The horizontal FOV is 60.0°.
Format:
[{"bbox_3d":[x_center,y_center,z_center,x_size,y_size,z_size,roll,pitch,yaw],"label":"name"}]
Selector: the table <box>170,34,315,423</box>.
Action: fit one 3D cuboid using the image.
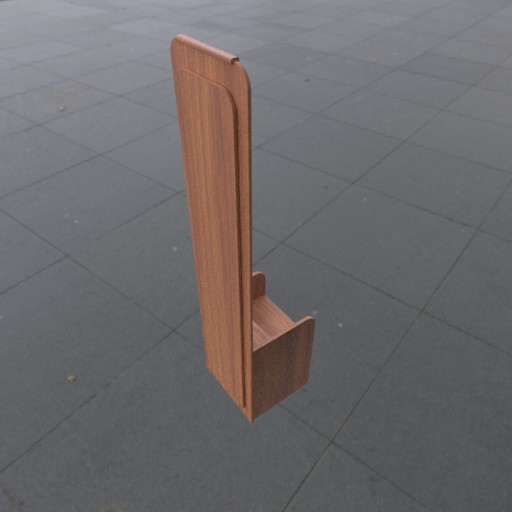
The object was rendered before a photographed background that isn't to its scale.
[{"bbox_3d":[0.000,0.000,1.999,0.420,1.830,0.450,-25,46,-27],"label":"table"}]
